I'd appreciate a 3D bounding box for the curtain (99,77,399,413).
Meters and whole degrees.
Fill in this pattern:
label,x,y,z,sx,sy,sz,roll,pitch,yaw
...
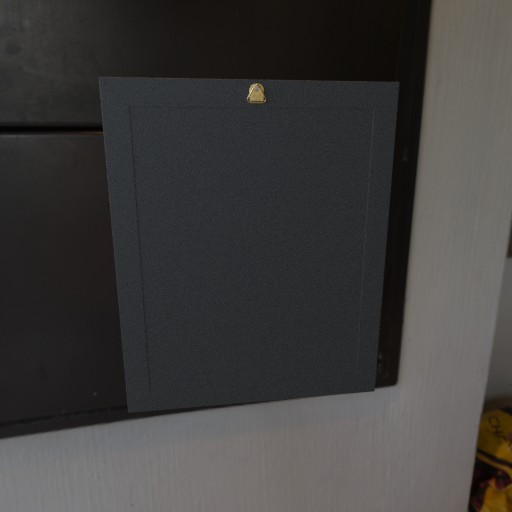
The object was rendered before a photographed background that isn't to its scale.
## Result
label,x,y,z,sx,sy,sz,roll,pitch,yaw
curtain,0.000,0.000,0.788,0.483,0.585,0.027,-2,16,-8
